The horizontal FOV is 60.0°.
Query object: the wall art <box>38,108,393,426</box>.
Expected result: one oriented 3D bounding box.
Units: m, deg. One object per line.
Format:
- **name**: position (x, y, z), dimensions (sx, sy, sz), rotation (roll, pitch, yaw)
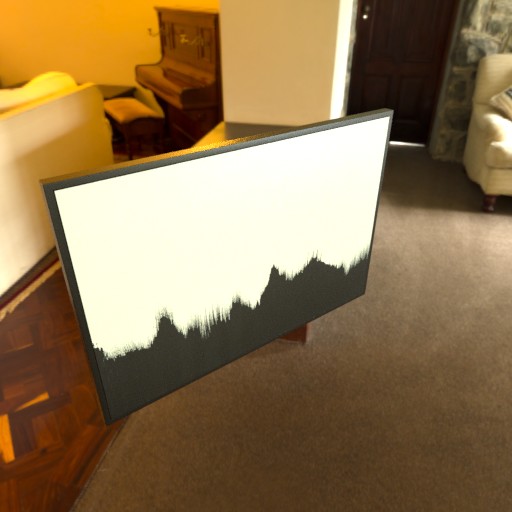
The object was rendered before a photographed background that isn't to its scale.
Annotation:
- **wall art**: position (0.000, 0.000, 0.828), dimensions (0.659, 0.446, 0.022), rotation (-21, 37, -31)
